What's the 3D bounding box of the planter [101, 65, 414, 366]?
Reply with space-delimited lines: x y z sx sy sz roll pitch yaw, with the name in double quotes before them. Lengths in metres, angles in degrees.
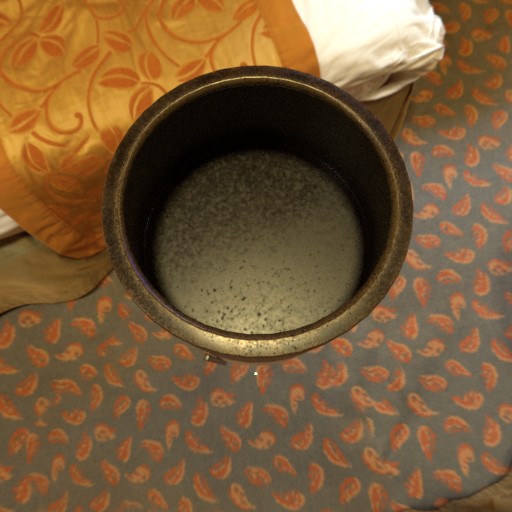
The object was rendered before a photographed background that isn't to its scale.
"planter" 0.000 0.000 0.706 0.345 0.465 0.354 21 76 5
